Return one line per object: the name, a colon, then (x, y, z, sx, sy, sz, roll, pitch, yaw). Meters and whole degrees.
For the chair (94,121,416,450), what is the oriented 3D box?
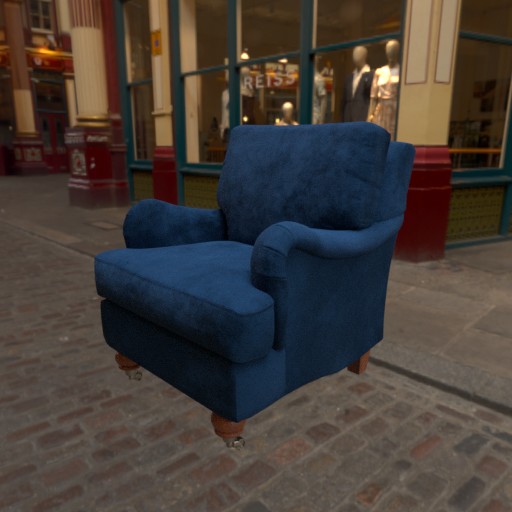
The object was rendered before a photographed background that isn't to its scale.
chair: (0.000, 0.000, 1.858, 0.895, 1.076, 1.078, 14, 20, 42)
